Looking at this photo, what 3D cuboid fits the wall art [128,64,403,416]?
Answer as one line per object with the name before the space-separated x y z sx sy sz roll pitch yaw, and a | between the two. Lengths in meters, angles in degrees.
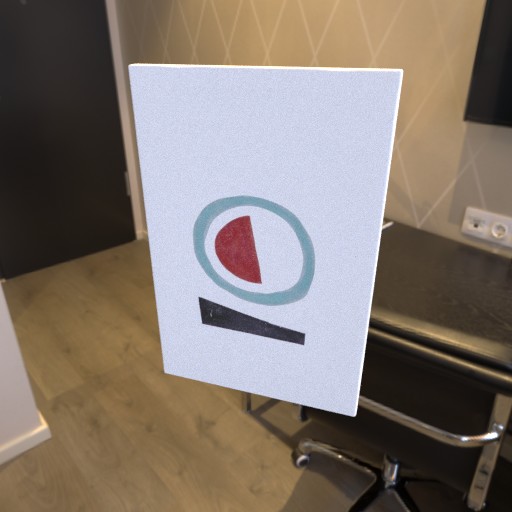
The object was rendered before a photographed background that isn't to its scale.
wall art | 0.000 0.000 1.146 0.602 0.902 0.048 8 28 16
